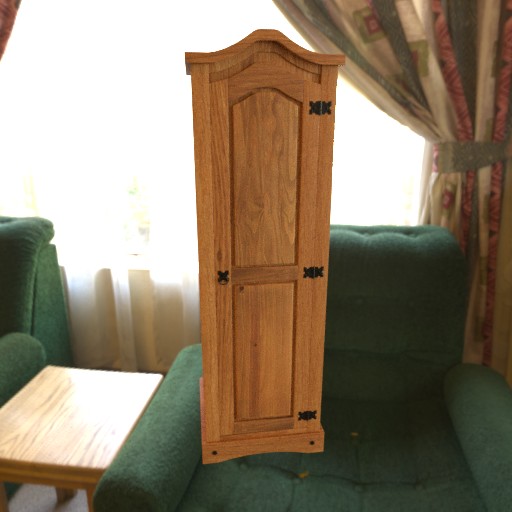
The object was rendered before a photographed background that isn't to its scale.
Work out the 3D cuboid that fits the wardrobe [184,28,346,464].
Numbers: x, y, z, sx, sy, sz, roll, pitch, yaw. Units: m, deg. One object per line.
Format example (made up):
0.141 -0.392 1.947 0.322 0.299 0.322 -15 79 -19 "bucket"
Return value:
0.000 0.000 2.122 0.590 1.870 0.570 -2 18 -8 "wardrobe"
